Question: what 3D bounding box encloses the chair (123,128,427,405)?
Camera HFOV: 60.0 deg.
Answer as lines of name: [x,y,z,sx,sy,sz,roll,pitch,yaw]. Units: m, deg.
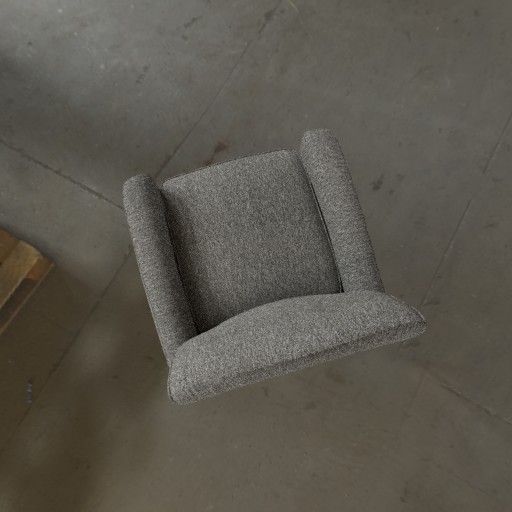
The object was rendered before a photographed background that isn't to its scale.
chair: [0.000,0.000,1.652,0.848,1.014,0.864,-15,76,-4]
